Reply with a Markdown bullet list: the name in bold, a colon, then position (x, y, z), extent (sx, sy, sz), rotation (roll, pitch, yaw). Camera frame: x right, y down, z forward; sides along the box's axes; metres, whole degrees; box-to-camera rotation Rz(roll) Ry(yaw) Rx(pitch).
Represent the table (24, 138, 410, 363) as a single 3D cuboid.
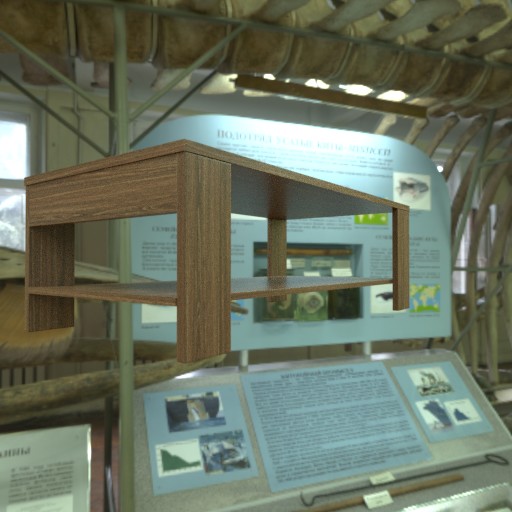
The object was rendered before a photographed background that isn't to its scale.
- **table**: position (0.000, 0.000, 1.444), extent (0.600, 0.400, 1.200), rotation (-1, -1, 37)
